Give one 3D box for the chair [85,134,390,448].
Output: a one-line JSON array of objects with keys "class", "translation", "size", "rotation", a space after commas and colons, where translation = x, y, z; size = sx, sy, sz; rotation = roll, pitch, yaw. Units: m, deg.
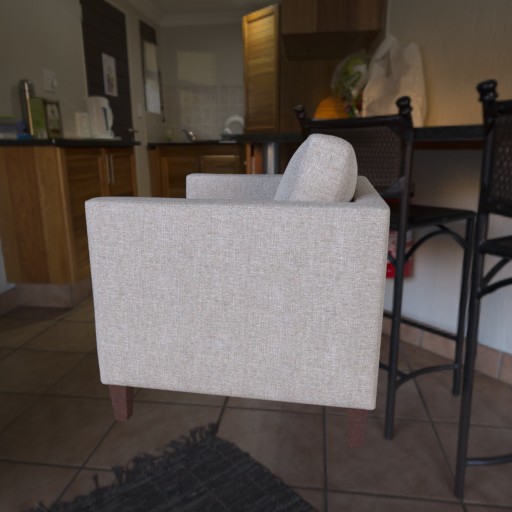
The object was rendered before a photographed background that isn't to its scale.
[{"class": "chair", "translation": [0.000, 0.000, 1.867], "size": [0.959, 0.987, 1.107], "rotation": [3, 15, 9]}]
